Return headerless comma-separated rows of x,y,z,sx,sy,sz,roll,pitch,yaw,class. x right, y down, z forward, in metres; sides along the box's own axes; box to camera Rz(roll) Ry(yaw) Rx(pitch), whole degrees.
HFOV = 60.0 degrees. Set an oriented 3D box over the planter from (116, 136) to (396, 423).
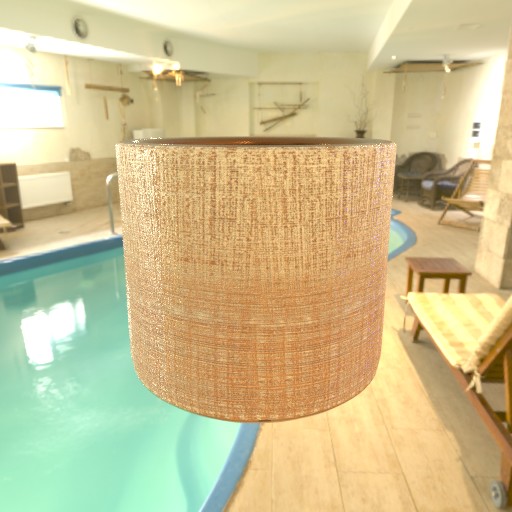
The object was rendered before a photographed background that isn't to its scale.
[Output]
0.000,0.000,0.189,0.109,0.096,0.109,0,17,0,planter
